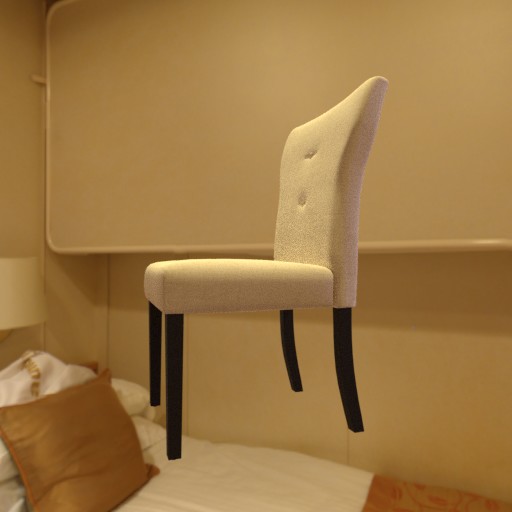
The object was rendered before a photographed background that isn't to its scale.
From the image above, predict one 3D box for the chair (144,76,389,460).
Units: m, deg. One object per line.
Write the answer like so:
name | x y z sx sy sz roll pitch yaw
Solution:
chair | 0.000 0.000 1.273 0.597 0.921 0.509 0 -1 -19
